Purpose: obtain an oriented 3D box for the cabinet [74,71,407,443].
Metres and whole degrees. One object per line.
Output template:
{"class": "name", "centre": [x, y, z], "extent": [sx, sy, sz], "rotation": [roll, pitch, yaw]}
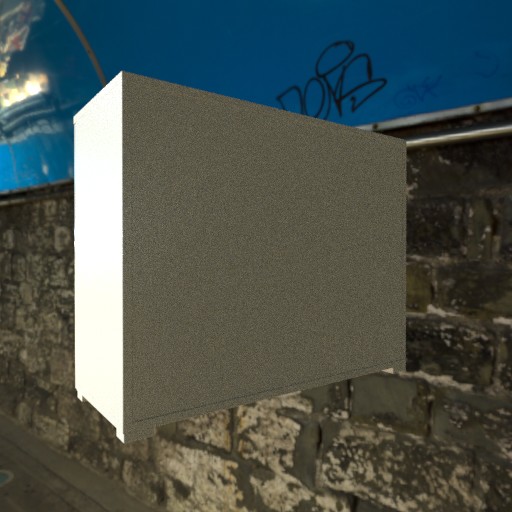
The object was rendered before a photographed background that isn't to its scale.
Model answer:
{"class": "cabinet", "centre": [0.000, 0.000, 1.405], "extent": [1.000, 0.800, 0.400], "rotation": [0, 1, -36]}
